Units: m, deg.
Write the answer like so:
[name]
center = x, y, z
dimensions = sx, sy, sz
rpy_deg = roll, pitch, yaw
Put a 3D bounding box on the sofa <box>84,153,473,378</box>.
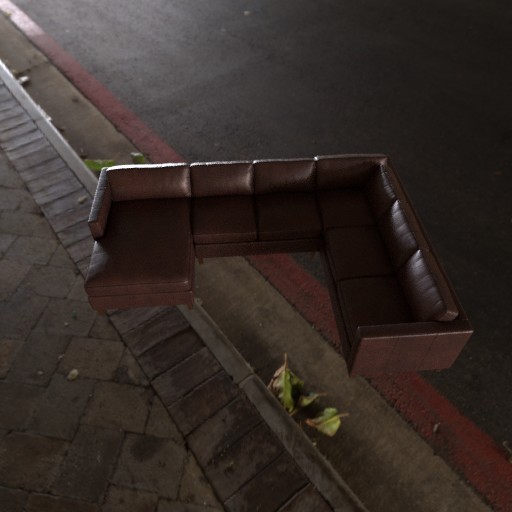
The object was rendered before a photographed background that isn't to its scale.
[sofa]
center = 0.000, 0.000, 4.499
dimensions = 3.324, 0.891, 2.452
rpy_deg = -3, 47, -3
